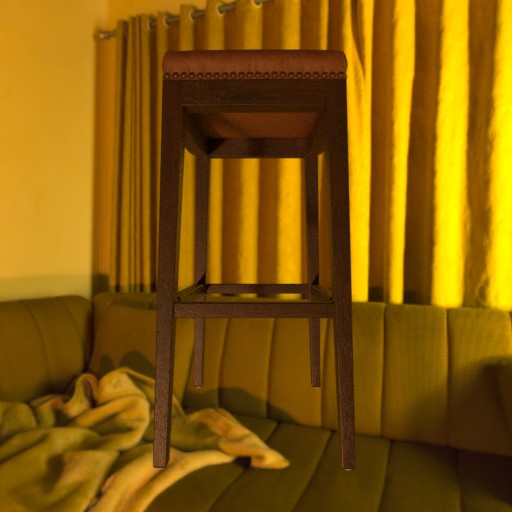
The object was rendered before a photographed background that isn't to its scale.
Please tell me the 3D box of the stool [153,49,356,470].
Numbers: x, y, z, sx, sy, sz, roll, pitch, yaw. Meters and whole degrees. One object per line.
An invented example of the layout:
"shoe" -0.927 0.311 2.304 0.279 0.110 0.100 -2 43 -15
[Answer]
"stool" 0.000 0.000 1.032 0.361 0.759 0.500 0 1 1
